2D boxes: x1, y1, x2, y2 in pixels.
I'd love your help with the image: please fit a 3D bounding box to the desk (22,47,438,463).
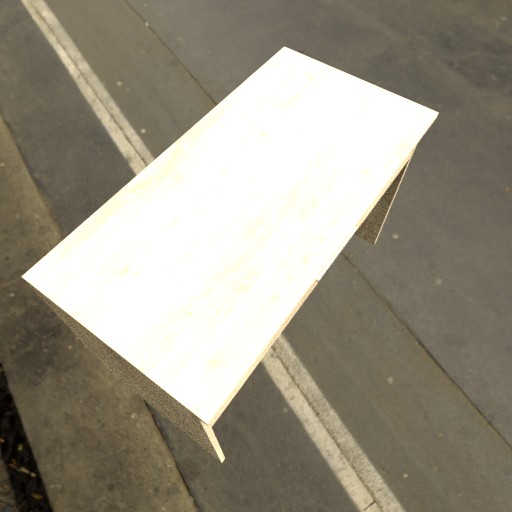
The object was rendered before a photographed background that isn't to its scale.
[{"bbox_3d":[0.000,0.000,1.496,0.560,0.730,1.100,32,64,18],"label":"desk"}]
